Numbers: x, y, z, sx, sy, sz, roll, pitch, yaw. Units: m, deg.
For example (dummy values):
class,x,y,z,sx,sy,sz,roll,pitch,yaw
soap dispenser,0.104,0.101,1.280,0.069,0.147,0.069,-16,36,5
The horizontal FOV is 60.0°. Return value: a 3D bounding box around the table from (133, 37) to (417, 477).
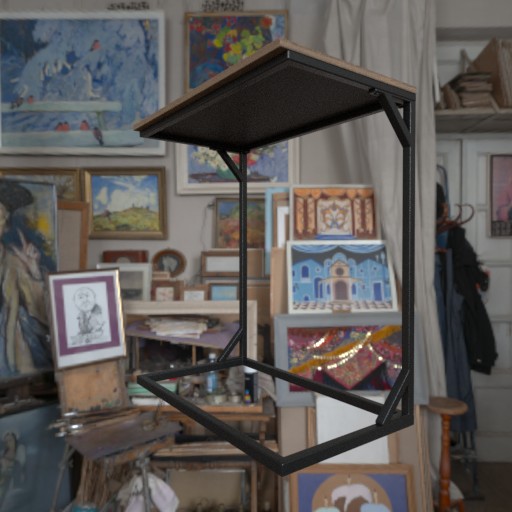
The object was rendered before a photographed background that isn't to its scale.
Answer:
class,x,y,z,sx,sy,sz,roll,pitch,yaw
table,0.000,0.000,1.018,0.351,0.673,0.597,-1,1,-36
